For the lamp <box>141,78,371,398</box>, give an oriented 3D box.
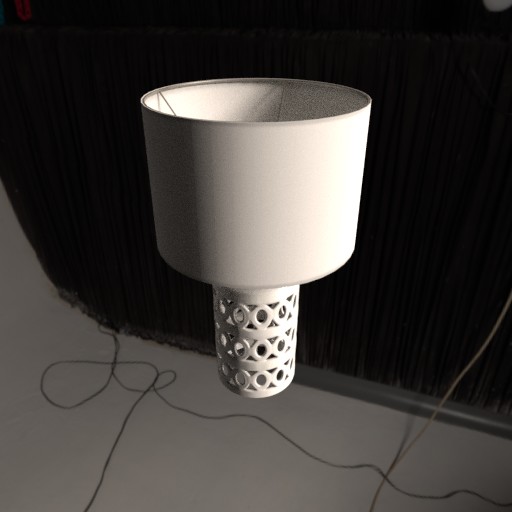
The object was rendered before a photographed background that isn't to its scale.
[{"bbox_3d":[0.000,0.000,0.727,0.310,0.502,0.310,0,30,0],"label":"lamp"}]
